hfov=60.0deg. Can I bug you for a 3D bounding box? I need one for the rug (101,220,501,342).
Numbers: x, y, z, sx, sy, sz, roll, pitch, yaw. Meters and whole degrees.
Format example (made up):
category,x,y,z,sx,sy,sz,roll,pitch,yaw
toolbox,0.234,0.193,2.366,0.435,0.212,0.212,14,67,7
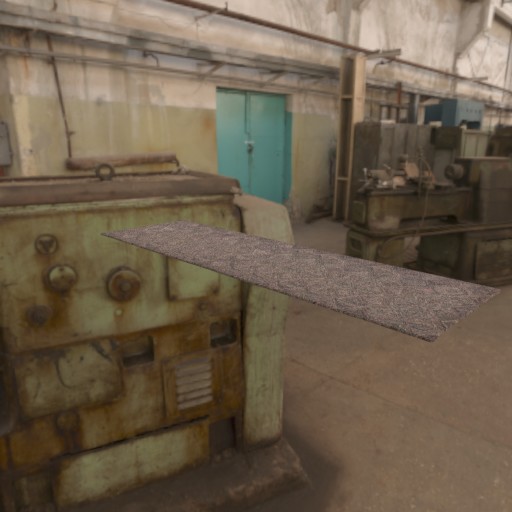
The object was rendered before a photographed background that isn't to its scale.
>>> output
category,x,y,z,sx,sy,sz,roll,pitch,yaw
rug,0.000,0.000,2.445,0.691,0.011,2.296,-15,21,-43
